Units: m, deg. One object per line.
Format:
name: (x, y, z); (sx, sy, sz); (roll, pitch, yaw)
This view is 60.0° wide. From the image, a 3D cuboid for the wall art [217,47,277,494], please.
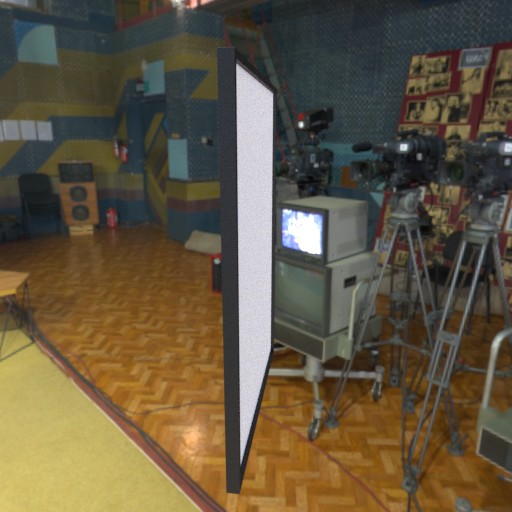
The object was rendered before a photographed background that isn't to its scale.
wall art: (0.000, 0.000, 1.400); (0.036, 1.070, 0.802); (2, 15, 8)
